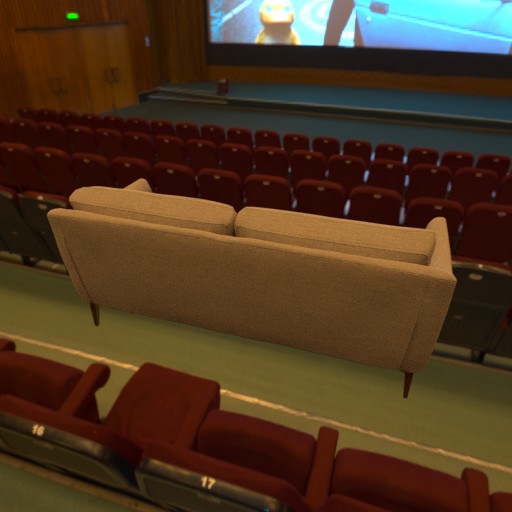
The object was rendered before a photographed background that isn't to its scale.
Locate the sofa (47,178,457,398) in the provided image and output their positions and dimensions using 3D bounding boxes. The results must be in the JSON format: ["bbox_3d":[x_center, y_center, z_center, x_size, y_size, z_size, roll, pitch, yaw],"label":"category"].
[{"bbox_3d":[0.000,0.000,2.528,2.036,0.913,0.980,10,33,15],"label":"sofa"}]
